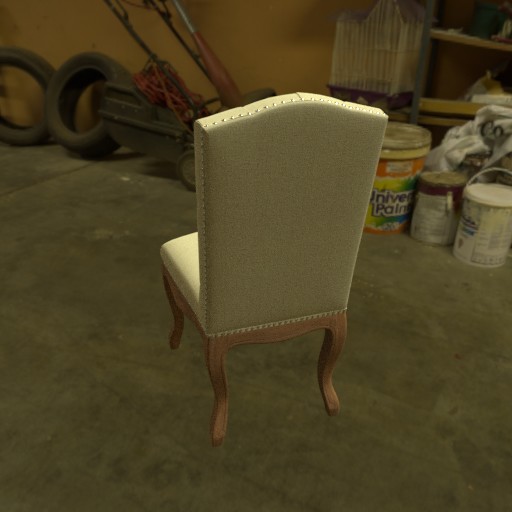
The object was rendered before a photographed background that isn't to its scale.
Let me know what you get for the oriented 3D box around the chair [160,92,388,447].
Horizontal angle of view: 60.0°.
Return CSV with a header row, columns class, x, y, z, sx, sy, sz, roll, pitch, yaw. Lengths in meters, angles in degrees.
class,x,y,z,sx,sy,sz,roll,pitch,yaw
chair,0.000,0.000,1.551,0.623,1.165,0.715,-8,29,-15
